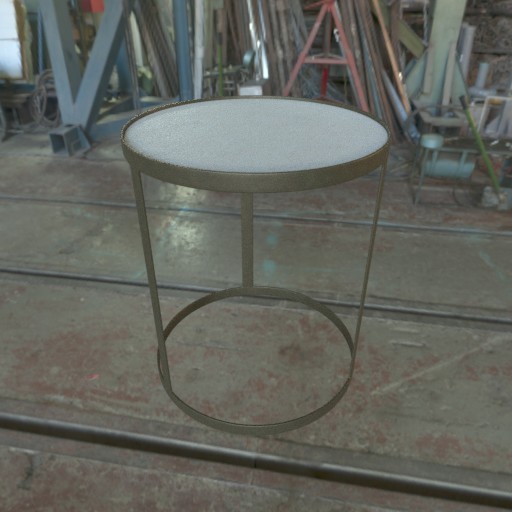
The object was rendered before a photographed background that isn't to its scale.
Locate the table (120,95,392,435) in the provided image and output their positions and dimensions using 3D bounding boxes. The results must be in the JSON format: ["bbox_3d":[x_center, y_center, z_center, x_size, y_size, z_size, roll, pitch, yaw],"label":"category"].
[{"bbox_3d":[0.000,0.000,0.958,0.480,0.565,0.480,0,32,0],"label":"table"}]
